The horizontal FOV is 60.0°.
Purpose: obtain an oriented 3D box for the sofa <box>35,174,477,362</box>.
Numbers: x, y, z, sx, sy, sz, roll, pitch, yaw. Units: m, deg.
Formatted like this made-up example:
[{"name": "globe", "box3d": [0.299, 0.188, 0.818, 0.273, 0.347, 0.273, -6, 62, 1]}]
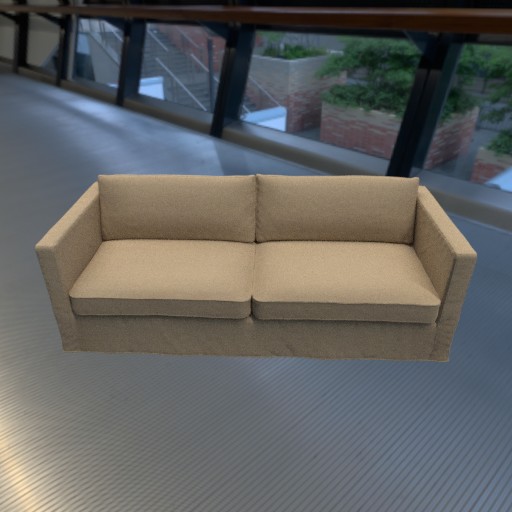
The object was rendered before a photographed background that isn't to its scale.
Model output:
[{"name": "sofa", "box3d": [0.000, 0.000, 2.791, 2.312, 0.853, 0.962, 1, 31, 2]}]
